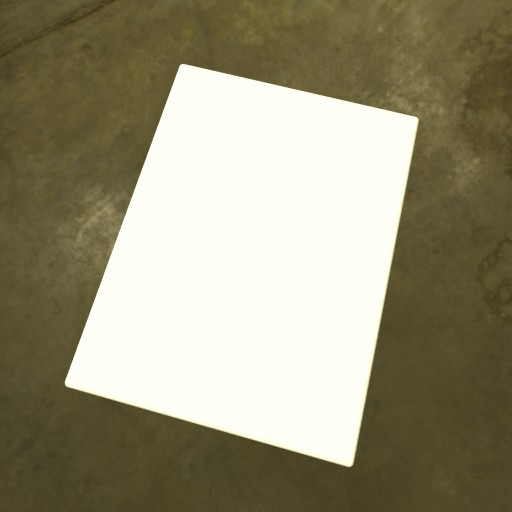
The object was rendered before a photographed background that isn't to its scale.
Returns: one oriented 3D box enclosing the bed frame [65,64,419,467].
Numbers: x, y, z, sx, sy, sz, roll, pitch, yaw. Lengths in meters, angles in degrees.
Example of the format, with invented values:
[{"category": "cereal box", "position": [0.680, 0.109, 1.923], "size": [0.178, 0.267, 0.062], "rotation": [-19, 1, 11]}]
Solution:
[{"category": "bed frame", "position": [0.000, 0.000, 2.816], "size": [1.557, 0.659, 2.072], "rotation": [14, 75, 4]}]
